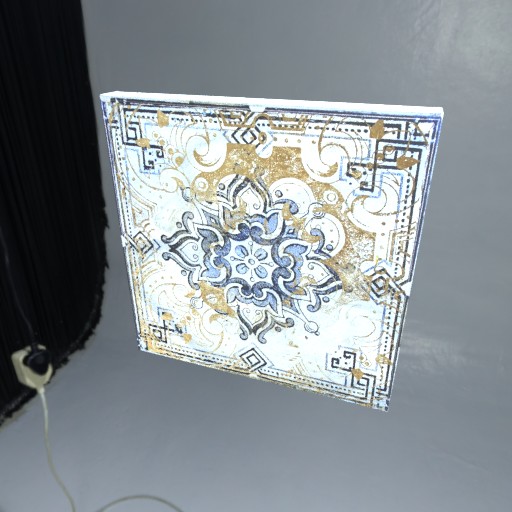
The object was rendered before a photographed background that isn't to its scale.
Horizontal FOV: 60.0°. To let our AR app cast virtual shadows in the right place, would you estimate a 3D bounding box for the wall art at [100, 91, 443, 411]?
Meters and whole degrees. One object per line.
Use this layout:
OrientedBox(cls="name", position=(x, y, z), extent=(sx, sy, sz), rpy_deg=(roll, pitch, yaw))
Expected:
OrientedBox(cls="wall art", position=(0.000, 0.000, 0.613), extent=(0.411, 0.410, 0.038), rpy_deg=(9, 29, 17))
